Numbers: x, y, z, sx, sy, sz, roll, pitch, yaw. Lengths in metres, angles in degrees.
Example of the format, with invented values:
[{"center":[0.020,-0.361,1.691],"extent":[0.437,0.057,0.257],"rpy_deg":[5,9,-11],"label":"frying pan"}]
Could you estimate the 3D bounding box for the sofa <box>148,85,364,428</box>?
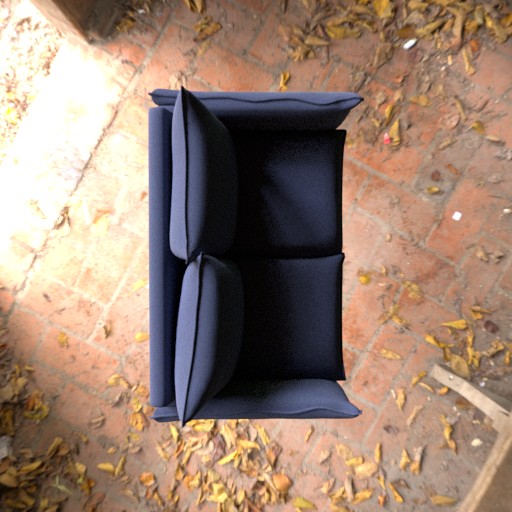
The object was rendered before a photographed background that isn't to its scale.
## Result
[{"center":[0.000,0.000,1.888],"extent":[0.820,0.840,1.300],"rpy_deg":[0,91,0],"label":"sofa"}]
